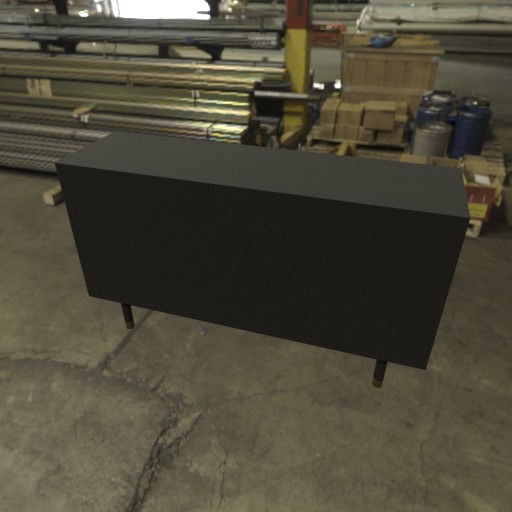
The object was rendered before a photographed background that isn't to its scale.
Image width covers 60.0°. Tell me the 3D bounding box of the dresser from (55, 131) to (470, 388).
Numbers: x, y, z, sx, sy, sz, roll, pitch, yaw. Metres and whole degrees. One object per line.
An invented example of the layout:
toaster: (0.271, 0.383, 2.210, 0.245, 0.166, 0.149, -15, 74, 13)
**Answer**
dresser: (0.000, 0.000, 2.008, 1.558, 0.872, 0.463, 10, 34, 15)
